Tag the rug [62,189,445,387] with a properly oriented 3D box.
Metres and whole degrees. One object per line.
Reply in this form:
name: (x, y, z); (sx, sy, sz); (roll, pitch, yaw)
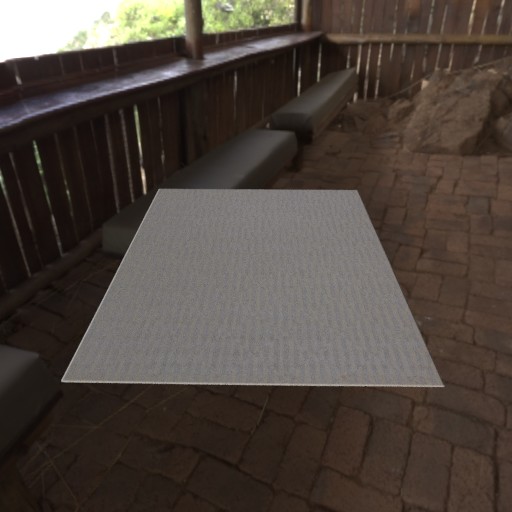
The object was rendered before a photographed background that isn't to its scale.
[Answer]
rug: (0.000, 0.000, 4.077); (2.410, 0.021, 3.055); (1, 32, 1)
